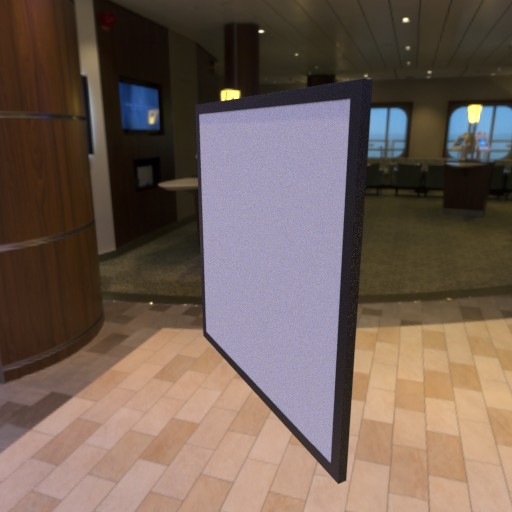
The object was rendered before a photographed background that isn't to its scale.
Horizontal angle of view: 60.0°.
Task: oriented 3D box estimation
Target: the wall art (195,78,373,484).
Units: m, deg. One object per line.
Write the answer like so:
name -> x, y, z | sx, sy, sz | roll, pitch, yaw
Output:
wall art -> 0.000, 0.000, 1.187 | 0.022, 0.807, 0.807 | -8, 17, -26
